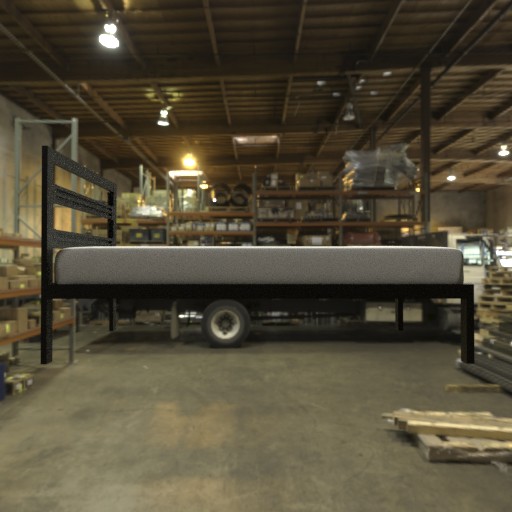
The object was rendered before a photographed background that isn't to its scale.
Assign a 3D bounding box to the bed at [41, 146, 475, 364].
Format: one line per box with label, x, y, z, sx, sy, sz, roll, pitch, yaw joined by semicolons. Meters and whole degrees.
bed;0.000;0.000;2.460;1.930;0.967;0.991;0;-1;0
